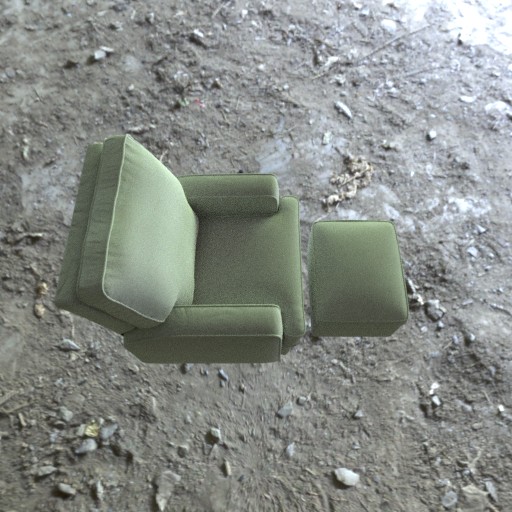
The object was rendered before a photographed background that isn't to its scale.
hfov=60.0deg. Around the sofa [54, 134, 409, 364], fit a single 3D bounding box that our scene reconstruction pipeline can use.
[{"bbox_3d":[0.000,0.000,2.090,1.472,0.959,0.861,0,64,0],"label":"sofa"}]
